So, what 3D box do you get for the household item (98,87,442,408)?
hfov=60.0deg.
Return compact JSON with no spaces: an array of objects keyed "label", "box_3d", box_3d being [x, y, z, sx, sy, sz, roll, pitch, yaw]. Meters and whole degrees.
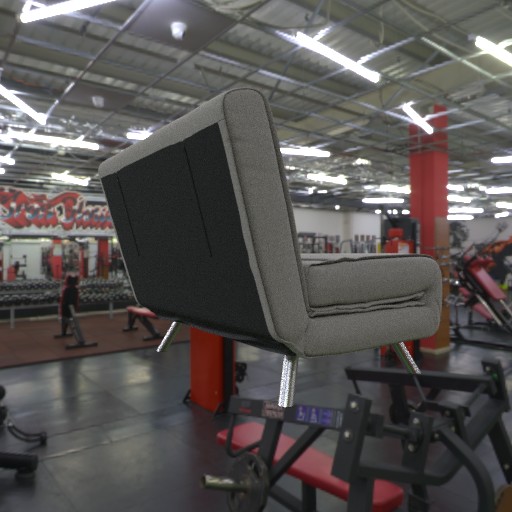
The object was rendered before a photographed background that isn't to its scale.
[{"label":"household item","box_3d":[0.000,0.000,1.637,0.874,0.800,1.000,0,0,-35]}]
